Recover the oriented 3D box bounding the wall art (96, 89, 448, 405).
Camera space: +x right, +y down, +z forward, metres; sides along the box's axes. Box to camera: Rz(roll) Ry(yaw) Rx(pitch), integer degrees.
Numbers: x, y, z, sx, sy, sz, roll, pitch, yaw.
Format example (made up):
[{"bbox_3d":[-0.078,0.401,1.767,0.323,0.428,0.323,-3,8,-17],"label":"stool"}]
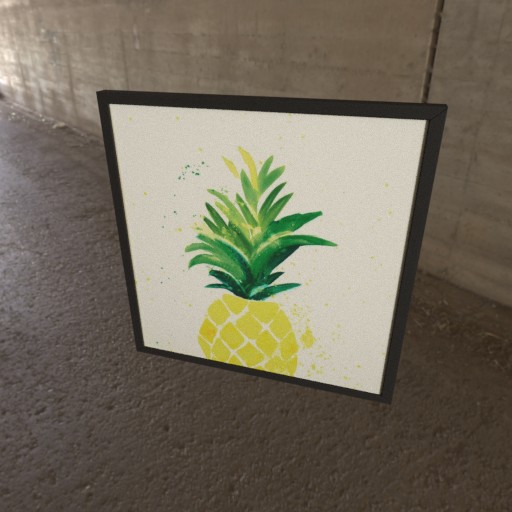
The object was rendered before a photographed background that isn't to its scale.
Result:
[{"bbox_3d":[0.000,0.000,1.117,0.762,0.760,0.037,8,28,15],"label":"wall art"}]
